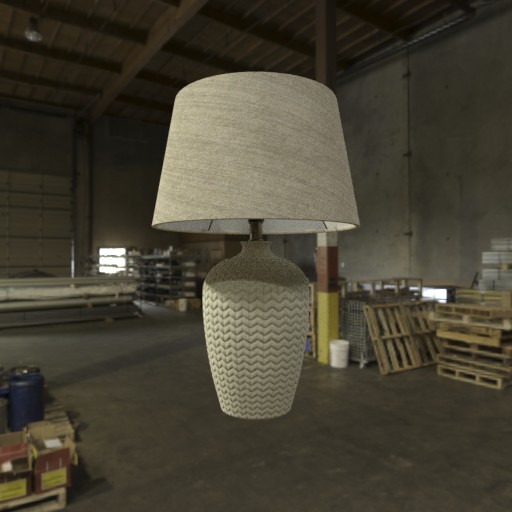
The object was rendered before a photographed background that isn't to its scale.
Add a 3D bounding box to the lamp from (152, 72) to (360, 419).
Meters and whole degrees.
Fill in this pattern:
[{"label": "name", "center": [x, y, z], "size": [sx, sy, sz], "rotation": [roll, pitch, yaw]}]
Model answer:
[{"label": "lamp", "center": [0.000, 0.000, 0.852], "size": [0.390, 0.580, 0.390], "rotation": [0, -1, 0]}]
